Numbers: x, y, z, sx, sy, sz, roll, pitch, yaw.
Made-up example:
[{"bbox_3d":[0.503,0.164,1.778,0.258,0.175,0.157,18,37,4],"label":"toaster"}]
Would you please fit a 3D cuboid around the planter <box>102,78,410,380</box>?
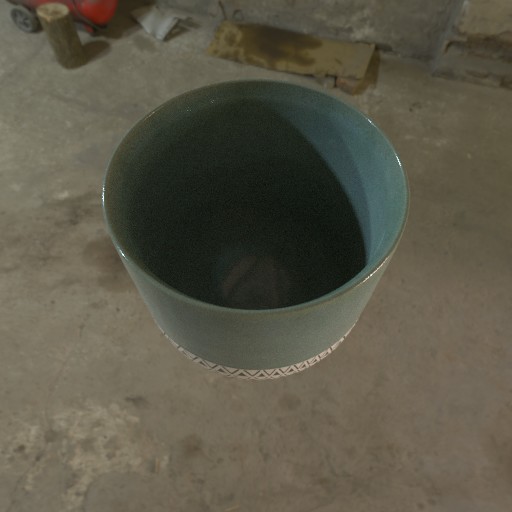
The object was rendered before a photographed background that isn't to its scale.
[{"bbox_3d":[0.000,0.000,0.502,0.266,0.270,0.266,0,58,0],"label":"planter"}]
